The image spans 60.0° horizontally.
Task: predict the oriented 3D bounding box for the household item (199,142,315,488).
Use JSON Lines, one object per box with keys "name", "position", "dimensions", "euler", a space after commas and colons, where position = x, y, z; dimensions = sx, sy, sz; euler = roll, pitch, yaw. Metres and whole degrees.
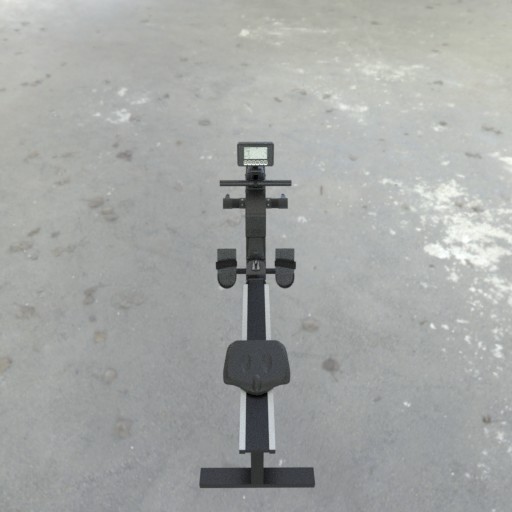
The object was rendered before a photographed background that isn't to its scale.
{"name": "household item", "position": [0.000, 0.000, 2.573], "dimensions": [0.521, 0.810, 2.251], "euler": [0, 43, 0]}
